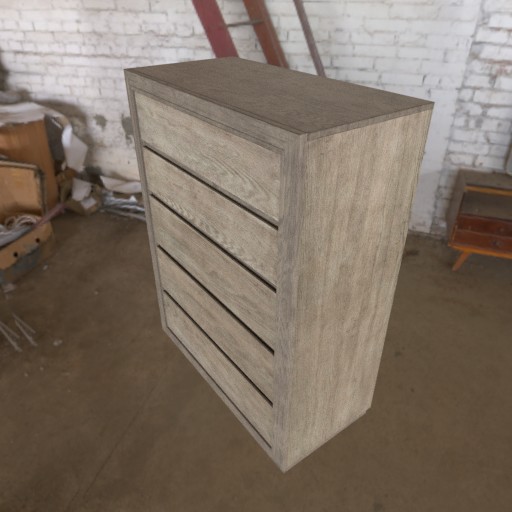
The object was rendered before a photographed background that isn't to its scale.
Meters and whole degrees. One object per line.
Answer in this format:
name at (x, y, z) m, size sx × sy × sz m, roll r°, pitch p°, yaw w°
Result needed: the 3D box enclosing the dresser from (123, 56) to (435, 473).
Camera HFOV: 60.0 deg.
dresser at (0.000, 0.000, 1.747) m, size 0.483 × 1.295 × 0.967 m, roll -22°, pitch 39°, yaw -30°
